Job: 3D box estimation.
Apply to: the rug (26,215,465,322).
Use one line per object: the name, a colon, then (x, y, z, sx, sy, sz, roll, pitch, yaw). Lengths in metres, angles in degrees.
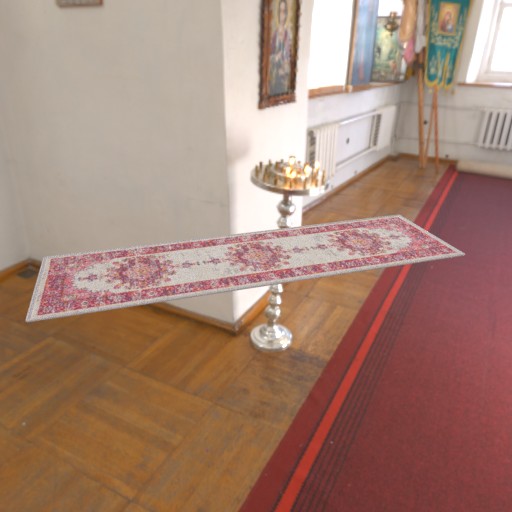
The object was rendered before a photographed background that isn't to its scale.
rug: (0.000, 0.000, 2.505, 2.294, 0.011, 0.666, -8, 27, -15)
